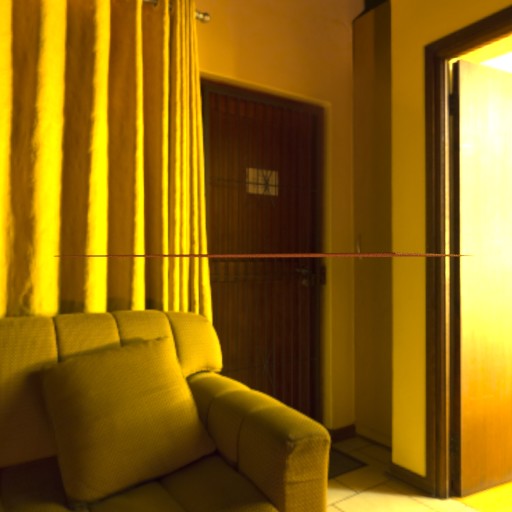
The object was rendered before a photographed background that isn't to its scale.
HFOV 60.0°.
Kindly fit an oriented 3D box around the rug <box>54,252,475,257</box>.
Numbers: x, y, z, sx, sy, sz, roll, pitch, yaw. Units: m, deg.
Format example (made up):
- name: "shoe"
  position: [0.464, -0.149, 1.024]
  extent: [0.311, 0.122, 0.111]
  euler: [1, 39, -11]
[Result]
- name: "rug"
  position: [0.000, 0.000, 3.014]
  extent: [2.438, 0.008, 1.523]
  euler: [0, -1, 36]
